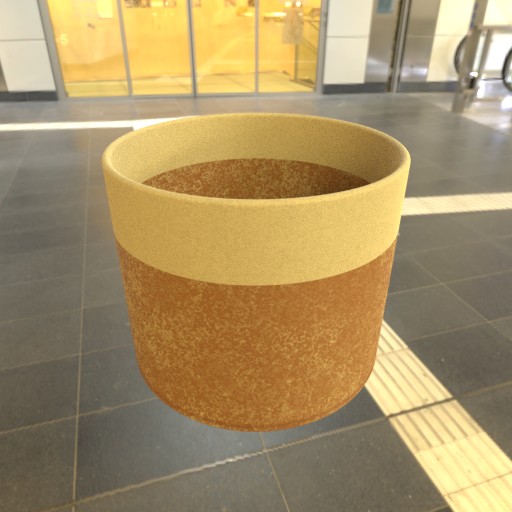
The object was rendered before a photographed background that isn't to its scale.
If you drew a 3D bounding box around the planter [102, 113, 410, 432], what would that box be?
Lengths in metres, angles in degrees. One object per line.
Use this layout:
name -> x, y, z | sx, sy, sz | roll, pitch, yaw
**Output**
planter -> 0.000, 0.000, 0.271 | 0.159, 0.138, 0.159 | 0, 30, 0
